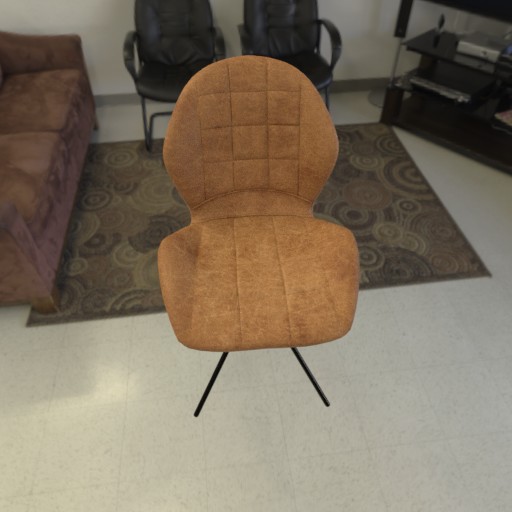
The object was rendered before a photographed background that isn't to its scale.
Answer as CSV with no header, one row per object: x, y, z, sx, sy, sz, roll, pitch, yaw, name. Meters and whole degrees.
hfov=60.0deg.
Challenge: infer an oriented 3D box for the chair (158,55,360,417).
0.000,0.000,1.310,0.527,0.929,0.640,-3,46,-3,chair
